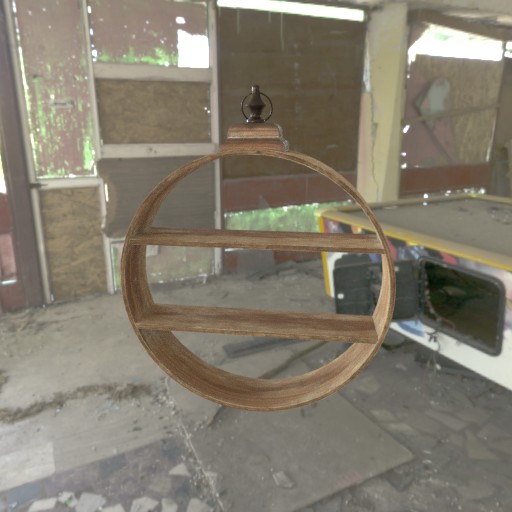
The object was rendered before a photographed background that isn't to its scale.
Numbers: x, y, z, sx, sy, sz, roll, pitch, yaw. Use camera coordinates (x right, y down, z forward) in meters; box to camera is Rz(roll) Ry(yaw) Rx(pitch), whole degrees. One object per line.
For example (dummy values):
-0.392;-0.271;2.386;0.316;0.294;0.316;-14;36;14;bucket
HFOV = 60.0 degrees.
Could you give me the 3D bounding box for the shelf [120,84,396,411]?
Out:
0.000;0.000;1.002;0.601;0.725;0.125;2;16;8;shelf
